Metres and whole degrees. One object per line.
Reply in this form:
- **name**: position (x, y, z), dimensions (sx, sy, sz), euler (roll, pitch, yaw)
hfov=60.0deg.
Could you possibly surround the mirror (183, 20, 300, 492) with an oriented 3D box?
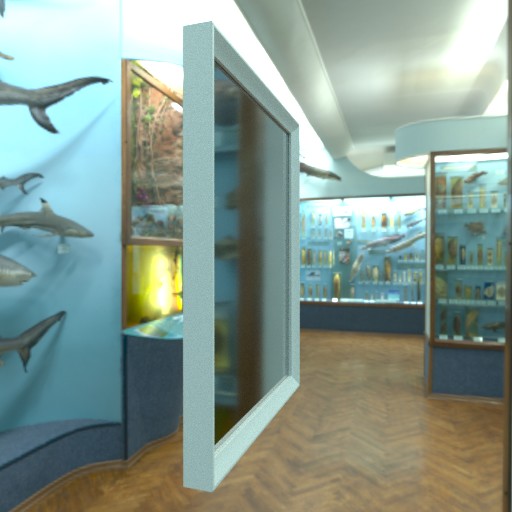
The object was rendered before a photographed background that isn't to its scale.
- **mirror**: position (0.000, 0.000, 0.675), dimensions (0.041, 0.509, 0.406), euler (0, 0, 19)
